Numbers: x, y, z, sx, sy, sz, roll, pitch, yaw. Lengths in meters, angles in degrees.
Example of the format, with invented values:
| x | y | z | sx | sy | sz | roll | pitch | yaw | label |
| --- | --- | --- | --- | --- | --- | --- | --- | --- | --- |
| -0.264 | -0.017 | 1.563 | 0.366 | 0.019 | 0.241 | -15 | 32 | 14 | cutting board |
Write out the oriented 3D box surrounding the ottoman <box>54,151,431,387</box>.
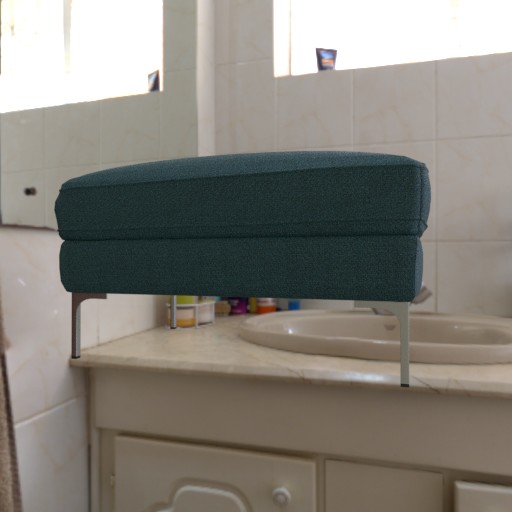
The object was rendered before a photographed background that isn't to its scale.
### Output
| x | y | z | sx | sy | sz | roll | pitch | yaw | label |
| --- | --- | --- | --- | --- | --- | --- | --- | --- | --- |
| 0.000 | 0.000 | 1.189 | 0.856 | 0.498 | 0.563 | 0 | -1 | 18 | ottoman |
